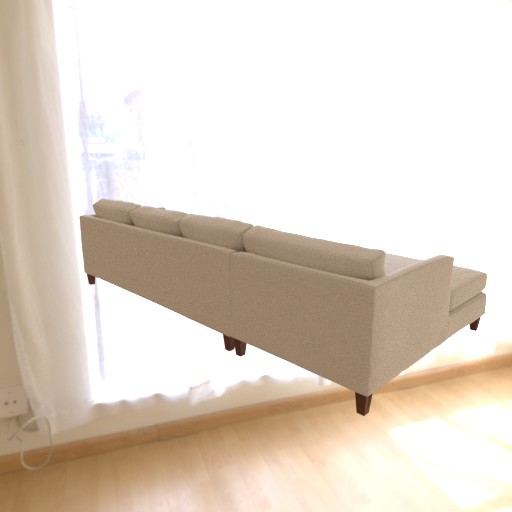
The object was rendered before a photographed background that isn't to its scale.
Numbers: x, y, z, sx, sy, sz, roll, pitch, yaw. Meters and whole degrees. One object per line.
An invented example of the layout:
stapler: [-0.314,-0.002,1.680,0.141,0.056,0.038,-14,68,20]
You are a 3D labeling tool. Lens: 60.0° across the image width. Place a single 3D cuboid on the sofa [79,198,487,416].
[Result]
sofa: [0.000,0.000,3.738,1.625,0.846,3.186,-13,19,-43]
